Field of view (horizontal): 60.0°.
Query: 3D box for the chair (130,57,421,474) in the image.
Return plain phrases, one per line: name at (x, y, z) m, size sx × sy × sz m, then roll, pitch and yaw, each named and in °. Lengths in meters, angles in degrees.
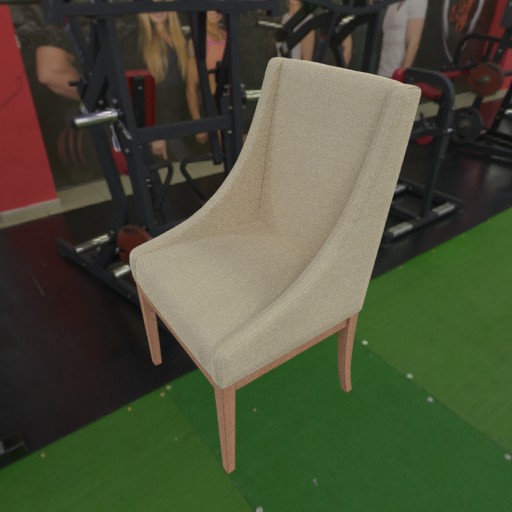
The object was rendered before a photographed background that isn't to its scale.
chair at (0.000, 0.000, 1.353) m, size 0.611 × 1.021 × 0.575 m, roll -20°, pitch 38°, yaw -29°
